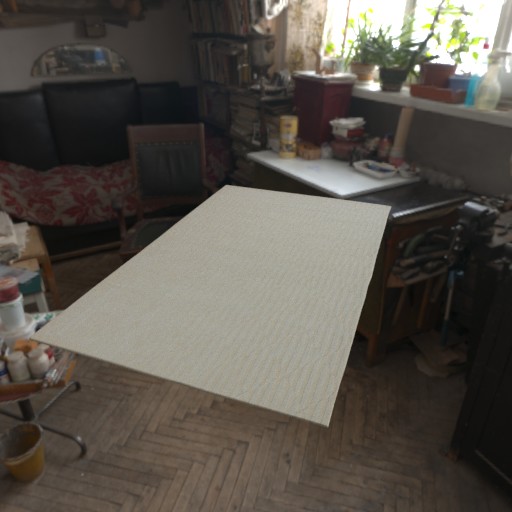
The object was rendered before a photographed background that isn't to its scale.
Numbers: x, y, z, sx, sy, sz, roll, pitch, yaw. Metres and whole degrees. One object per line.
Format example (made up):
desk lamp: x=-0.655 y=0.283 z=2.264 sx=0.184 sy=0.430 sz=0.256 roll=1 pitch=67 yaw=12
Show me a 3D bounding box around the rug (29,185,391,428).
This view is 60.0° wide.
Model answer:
rug: x=0.000 y=0.000 z=2.982 sx=1.531 sy=0.014 sz=2.441 roll=10 pitch=30 yaw=18
